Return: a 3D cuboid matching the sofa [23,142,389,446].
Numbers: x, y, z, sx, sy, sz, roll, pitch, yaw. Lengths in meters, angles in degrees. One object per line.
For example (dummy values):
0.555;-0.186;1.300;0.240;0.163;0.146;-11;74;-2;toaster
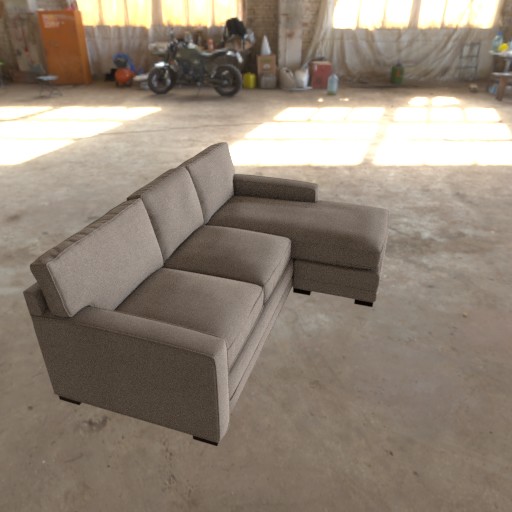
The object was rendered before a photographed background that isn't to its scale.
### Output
0.000;0.000;2.729;1.496;0.861;2.087;9;31;16;sofa
